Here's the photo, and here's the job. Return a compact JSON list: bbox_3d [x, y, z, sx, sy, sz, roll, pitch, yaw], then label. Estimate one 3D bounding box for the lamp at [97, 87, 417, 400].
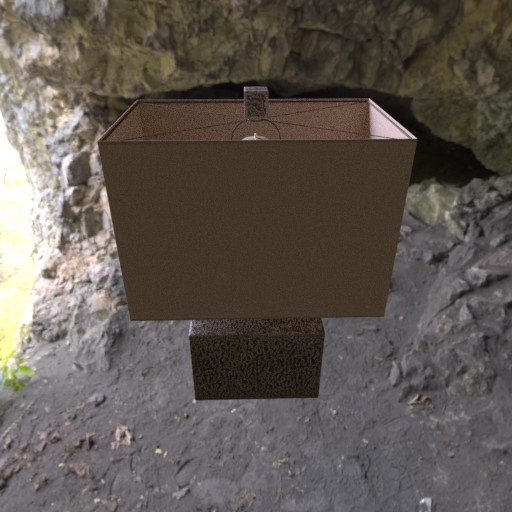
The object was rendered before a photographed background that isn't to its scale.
[{"bbox_3d":[0.000,0.000,0.574,0.294,0.411,0.180,-1,31,-1],"label":"lamp"}]
